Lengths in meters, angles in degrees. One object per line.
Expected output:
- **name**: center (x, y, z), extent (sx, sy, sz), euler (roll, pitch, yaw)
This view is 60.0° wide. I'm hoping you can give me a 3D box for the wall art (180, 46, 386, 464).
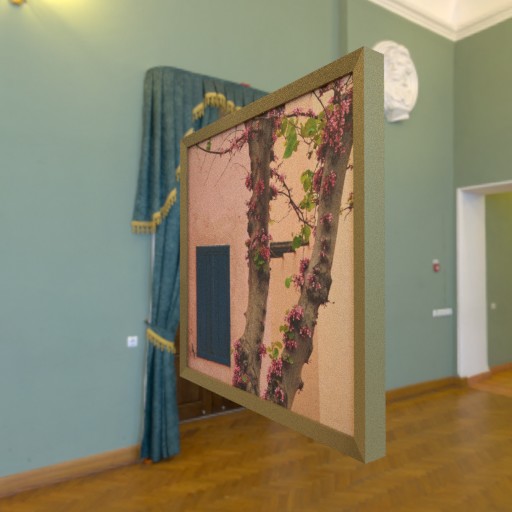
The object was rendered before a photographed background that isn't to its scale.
- **wall art**: center (0.000, 0.000, 0.756), extent (0.038, 0.508, 0.507), euler (1, -1, -36)
